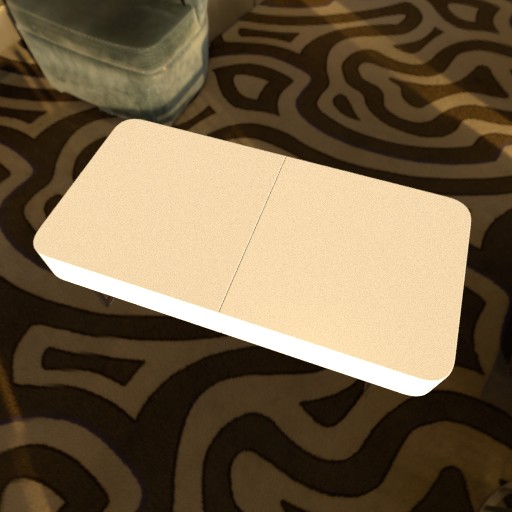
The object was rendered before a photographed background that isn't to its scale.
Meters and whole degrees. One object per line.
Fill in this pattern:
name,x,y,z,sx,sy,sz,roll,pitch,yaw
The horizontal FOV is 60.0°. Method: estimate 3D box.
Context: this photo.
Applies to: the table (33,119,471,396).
table,0.000,0.000,1.458,1.200,0.340,0.600,17,59,10
